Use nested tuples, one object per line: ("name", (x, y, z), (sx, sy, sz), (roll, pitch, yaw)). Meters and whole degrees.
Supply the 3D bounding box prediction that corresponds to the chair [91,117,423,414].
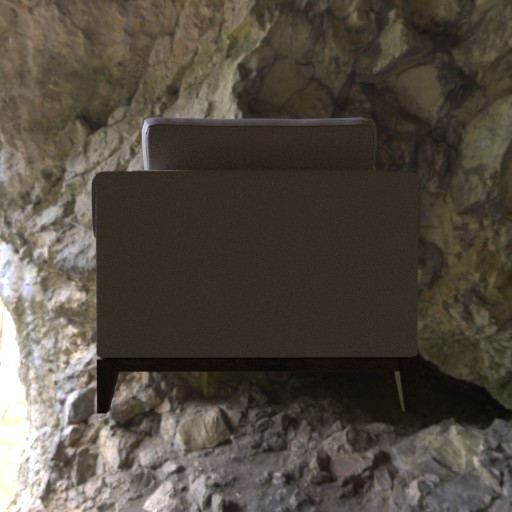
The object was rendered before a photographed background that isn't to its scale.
("chair", (0.000, 0.000, 1.673), (0.914, 0.838, 0.959), (0, 1, 0))
